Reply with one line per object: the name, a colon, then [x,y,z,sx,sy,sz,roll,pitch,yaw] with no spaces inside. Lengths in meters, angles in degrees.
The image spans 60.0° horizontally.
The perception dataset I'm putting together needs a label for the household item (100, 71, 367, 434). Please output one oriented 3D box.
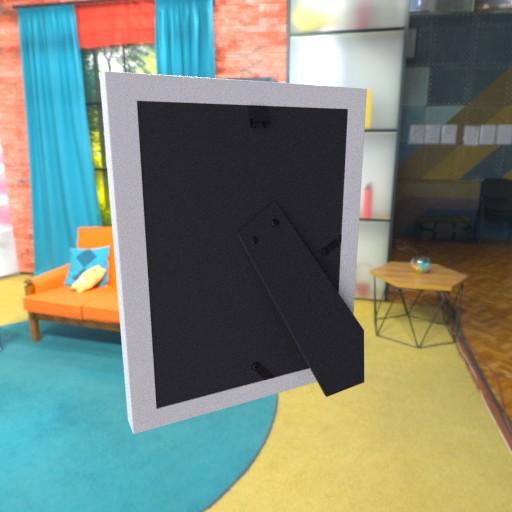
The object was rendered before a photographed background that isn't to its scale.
household item: [0.000,0.000,0.337,0.200,0.250,0.045,-7,16,-26]
